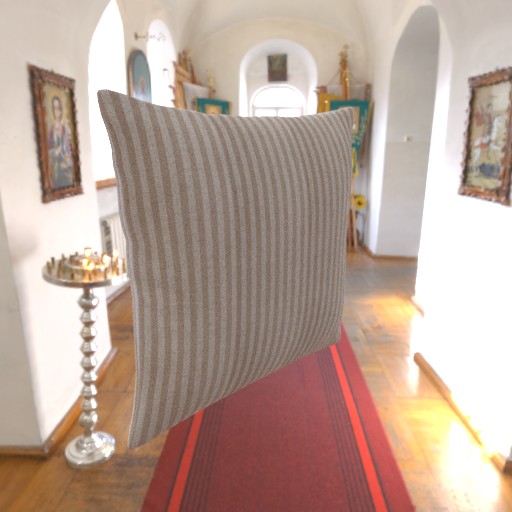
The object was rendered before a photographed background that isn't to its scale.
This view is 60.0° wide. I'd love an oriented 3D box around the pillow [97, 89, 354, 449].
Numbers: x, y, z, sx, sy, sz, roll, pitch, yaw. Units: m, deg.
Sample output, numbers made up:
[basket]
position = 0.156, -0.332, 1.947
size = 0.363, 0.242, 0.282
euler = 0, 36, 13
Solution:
[pillow]
position = 0.000, 0.000, 0.767
size = 0.523, 0.510, 0.166
euler = -14, 21, -41
